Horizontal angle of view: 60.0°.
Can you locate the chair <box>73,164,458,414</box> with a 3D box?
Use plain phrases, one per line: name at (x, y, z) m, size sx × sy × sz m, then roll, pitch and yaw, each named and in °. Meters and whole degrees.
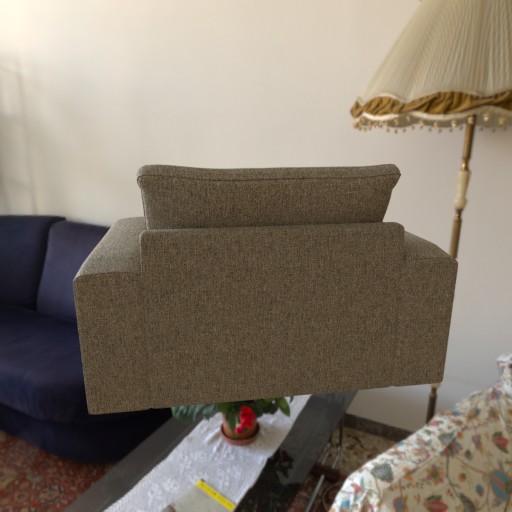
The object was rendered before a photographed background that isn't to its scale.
chair at (0.000, 0.000, 2.089) m, size 1.398 × 0.915 × 1.039 m, roll -2°, pitch 16°, yaw -8°
